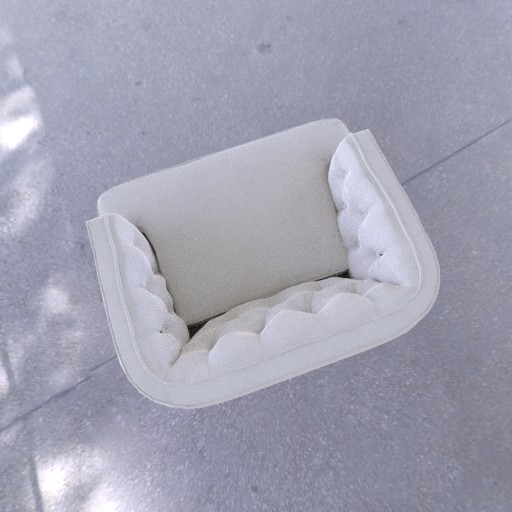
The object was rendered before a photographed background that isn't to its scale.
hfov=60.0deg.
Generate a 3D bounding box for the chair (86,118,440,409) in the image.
[{"bbox_3d":[0.000,0.000,1.786,1.104,0.852,0.941,-19,78,-4],"label":"chair"}]
